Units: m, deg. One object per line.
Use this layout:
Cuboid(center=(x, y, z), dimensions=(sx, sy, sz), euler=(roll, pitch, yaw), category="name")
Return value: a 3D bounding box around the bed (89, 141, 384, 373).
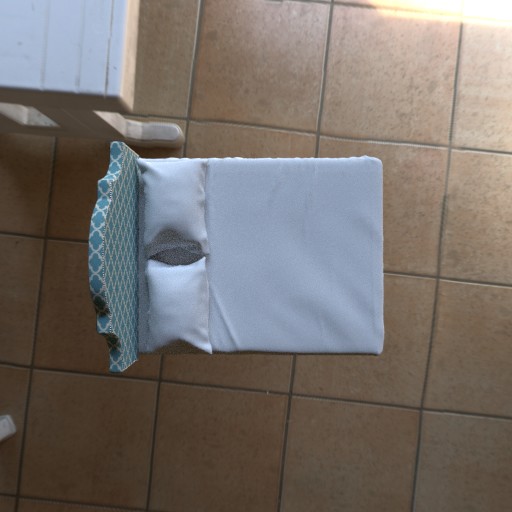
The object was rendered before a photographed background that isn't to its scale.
Cuboid(center=(0.000, 0.000, 3.418), dimensions=(2.222, 1.633, 1.780), euler=(0, 90, 1), category="bed")
